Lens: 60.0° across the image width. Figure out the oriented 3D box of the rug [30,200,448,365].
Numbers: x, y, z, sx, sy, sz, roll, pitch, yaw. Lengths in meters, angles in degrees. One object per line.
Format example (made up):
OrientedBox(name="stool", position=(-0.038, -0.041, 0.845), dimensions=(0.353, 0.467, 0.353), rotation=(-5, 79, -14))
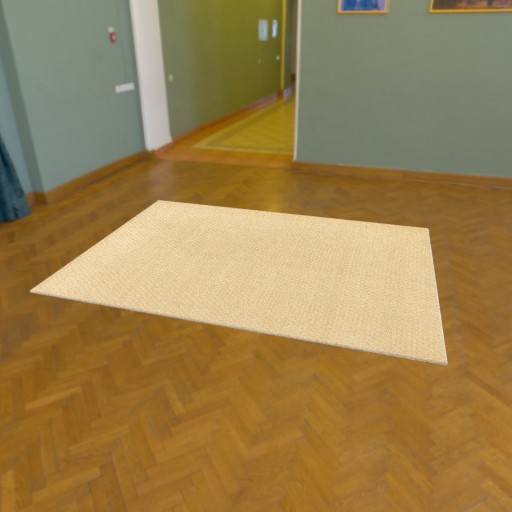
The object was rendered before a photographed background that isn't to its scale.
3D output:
OrientedBox(name="rug", position=(0.000, 0.000, 2.809), dimensions=(2.144, 0.013, 1.509), rotation=(7, 28, 14))
